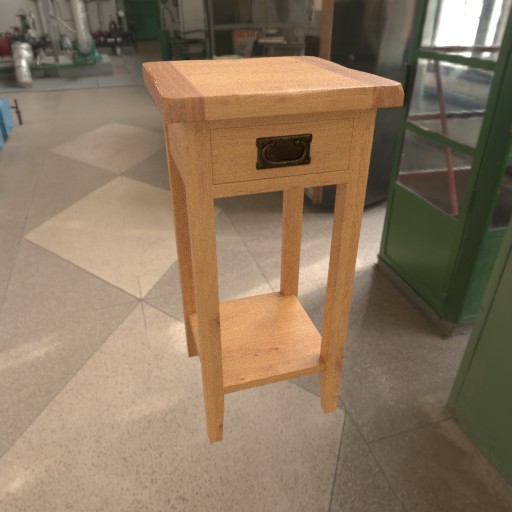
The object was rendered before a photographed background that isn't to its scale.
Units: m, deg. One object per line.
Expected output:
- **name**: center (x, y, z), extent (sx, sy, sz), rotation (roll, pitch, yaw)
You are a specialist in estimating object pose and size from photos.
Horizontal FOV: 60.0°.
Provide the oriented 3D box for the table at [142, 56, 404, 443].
- **table**: center (0.000, 0.000, 0.954), extent (0.360, 0.740, 0.360), rotation (-9, 32, -14)
